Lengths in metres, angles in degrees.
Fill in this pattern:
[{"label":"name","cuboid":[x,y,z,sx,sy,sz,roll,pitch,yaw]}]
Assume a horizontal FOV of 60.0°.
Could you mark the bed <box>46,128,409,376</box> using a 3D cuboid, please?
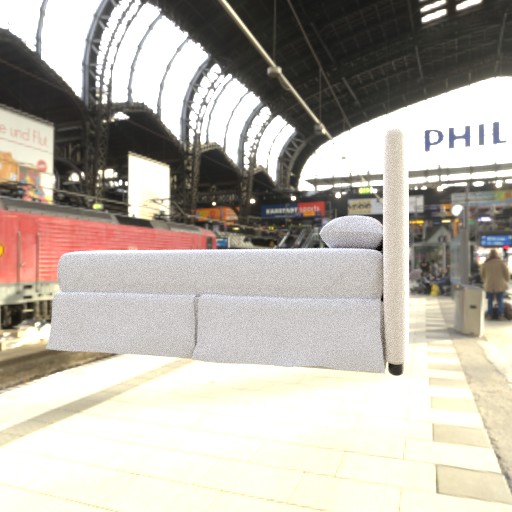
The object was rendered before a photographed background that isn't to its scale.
[{"label":"bed","cuboid":[0.000,0.000,3.603,2.341,1.317,2.119,0,-1,19]}]
